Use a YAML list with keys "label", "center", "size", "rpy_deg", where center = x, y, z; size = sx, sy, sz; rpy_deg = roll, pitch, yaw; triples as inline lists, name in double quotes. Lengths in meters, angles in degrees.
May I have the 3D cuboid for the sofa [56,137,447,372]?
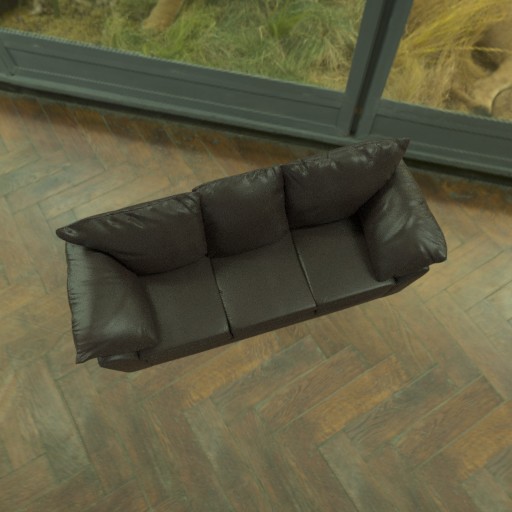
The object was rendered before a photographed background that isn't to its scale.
- label: "sofa"
  center: [0.000, 0.000, 2.979]
  size: [2.390, 1.091, 0.907]
  rpy_deg: [-15, 65, -7]
